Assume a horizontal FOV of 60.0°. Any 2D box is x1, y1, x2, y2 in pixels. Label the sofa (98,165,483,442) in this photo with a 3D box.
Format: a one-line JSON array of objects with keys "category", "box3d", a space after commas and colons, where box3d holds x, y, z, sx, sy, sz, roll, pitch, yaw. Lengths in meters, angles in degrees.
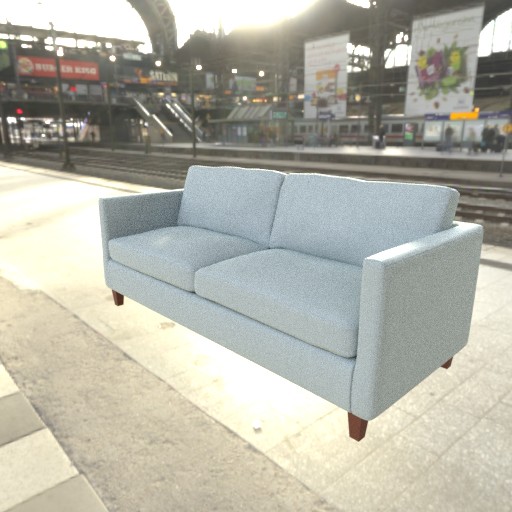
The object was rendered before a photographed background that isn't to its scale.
[{"category": "sofa", "box3d": [0.000, 0.000, 2.631, 0.951, 0.965, 2.208, -15, 21, -42]}]
